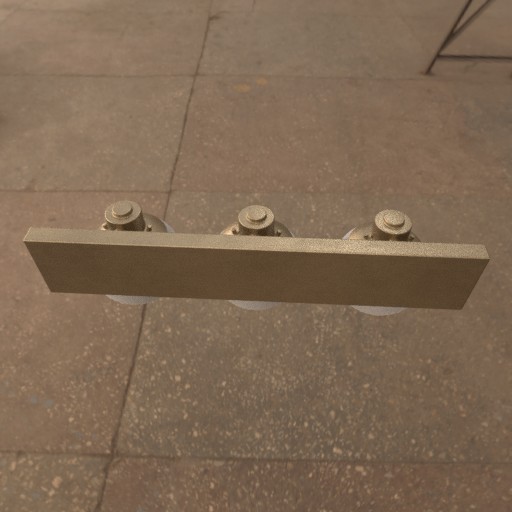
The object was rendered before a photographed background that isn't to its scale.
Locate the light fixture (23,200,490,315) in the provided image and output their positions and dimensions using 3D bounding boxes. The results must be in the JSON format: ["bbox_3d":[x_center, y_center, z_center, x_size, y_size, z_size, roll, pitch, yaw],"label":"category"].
[{"bbox_3d":[0.000,0.000,0.850,0.721,0.263,0.218,2,47,2],"label":"light fixture"}]
